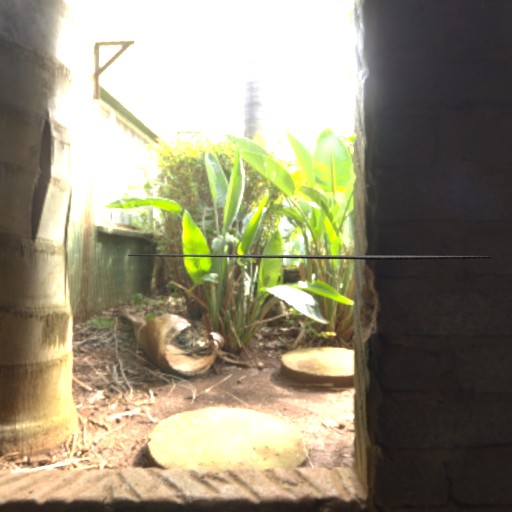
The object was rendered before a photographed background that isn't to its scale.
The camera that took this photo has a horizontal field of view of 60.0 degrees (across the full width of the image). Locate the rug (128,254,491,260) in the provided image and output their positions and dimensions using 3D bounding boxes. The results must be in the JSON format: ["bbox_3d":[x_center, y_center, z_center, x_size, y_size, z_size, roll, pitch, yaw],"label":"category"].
[{"bbox_3d":[0.000,0.000,2.481,0.686,0.008,2.286,0,0,-35],"label":"rug"}]
